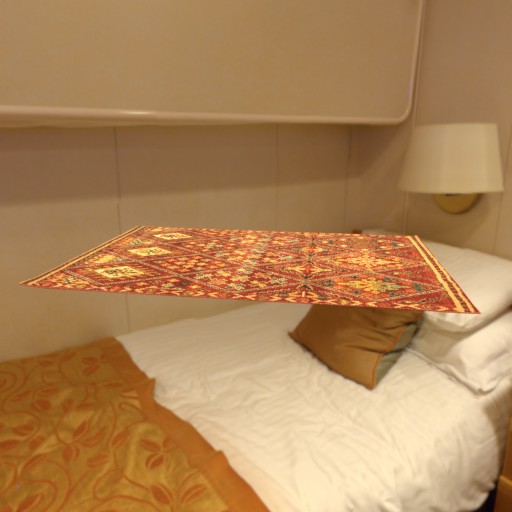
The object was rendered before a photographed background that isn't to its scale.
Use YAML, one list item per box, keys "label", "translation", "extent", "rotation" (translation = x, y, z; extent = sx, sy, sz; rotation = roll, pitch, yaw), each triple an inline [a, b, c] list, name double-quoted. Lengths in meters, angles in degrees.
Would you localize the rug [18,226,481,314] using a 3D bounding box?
- label: "rug"
  translation: [0.000, 0.000, 2.867]
  extent: [2.286, 0.026, 1.521]
  rotation: [2, 16, 9]
